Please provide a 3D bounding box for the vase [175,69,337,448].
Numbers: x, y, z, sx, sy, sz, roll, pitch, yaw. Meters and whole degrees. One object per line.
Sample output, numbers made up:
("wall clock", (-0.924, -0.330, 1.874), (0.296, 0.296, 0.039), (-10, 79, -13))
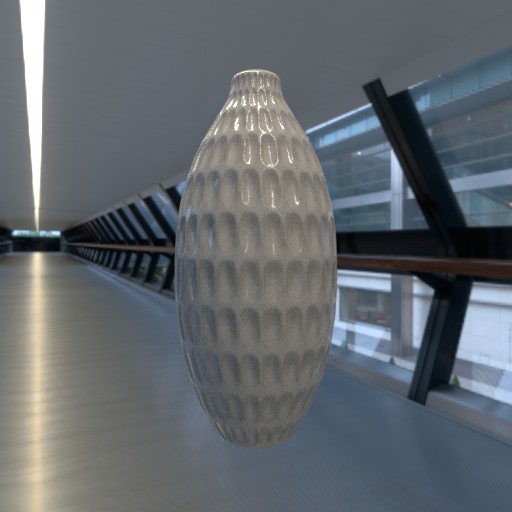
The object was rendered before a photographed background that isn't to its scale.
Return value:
("vase", (0.000, 0.000, 0.352), (0.127, 0.282, 0.127), (0, 0, 0))
